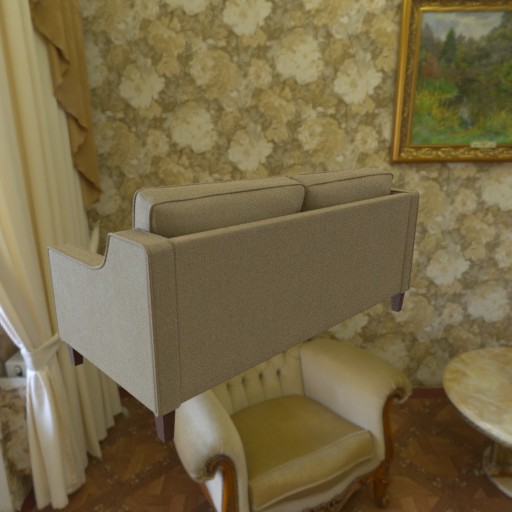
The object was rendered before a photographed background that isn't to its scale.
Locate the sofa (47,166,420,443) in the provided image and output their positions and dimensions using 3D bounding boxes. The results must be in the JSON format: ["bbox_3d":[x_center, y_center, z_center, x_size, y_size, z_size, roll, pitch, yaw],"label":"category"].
[{"bbox_3d":[0.000,0.000,2.818,2.178,1.071,1.066,-15,22,-43],"label":"sofa"}]
